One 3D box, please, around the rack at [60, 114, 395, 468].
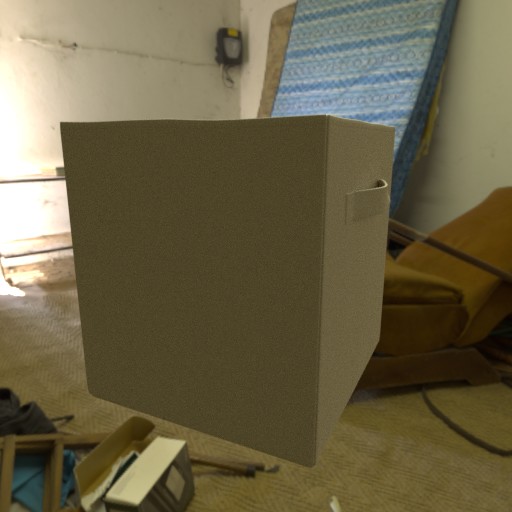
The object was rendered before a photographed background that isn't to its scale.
[{"bbox_3d":[0.000,0.000,0.491,0.270,0.280,0.270,7,16,25],"label":"rack"}]
